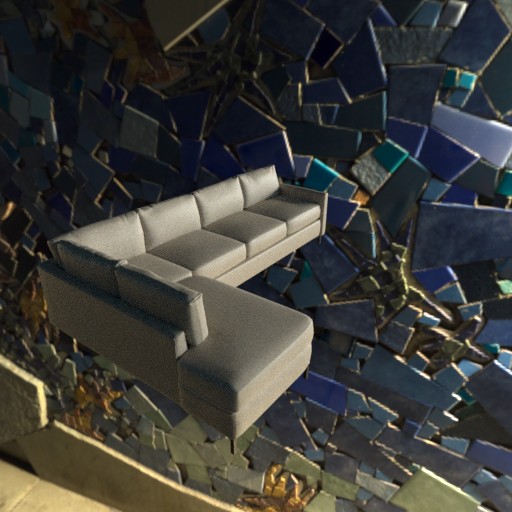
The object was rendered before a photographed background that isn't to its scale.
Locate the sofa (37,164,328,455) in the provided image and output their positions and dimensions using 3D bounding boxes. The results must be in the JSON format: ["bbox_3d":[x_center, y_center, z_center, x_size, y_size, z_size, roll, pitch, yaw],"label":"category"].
[{"bbox_3d":[0.000,0.000,3.184,1.617,0.703,2.423,18,31,33],"label":"sofa"}]
